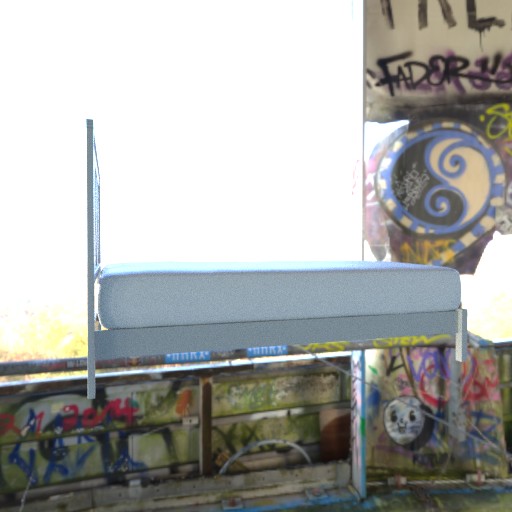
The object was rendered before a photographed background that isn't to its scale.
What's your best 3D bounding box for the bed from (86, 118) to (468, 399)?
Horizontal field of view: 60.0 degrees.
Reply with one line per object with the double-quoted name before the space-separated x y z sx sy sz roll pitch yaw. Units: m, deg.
"bed" 0.000 0.000 3.095 2.135 1.253 1.673 0 1 -18
